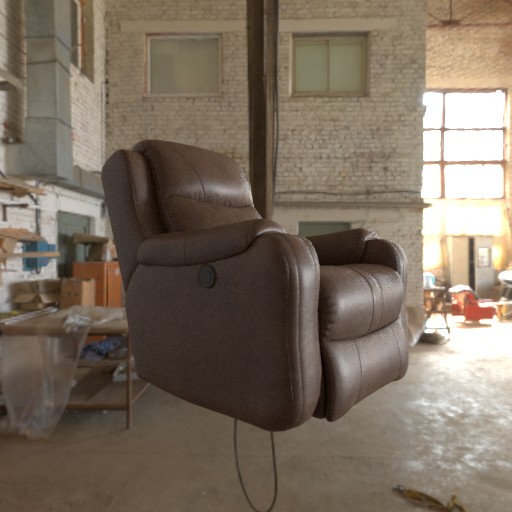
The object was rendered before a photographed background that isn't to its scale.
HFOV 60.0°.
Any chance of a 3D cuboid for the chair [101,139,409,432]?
[{"bbox_3d":[0.000,0.000,1.805,1.067,0.990,0.940,0,1,38],"label":"chair"}]
